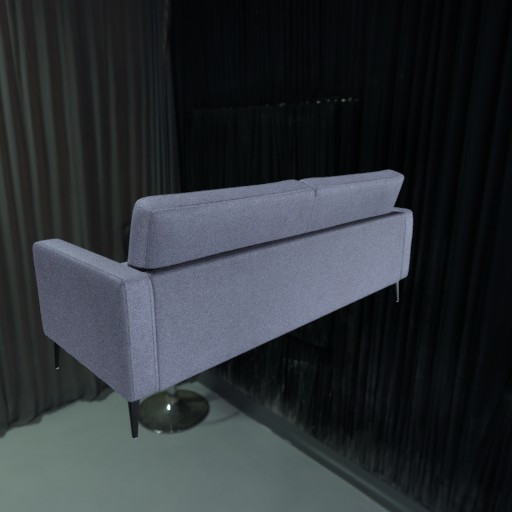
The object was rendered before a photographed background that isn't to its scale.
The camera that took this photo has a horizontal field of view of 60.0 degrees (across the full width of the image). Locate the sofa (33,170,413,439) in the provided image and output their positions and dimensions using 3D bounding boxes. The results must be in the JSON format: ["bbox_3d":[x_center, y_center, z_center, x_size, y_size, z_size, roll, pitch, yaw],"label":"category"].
[{"bbox_3d":[0.000,0.000,2.300,1.925,0.828,0.774,-15,21,-43],"label":"sofa"}]
